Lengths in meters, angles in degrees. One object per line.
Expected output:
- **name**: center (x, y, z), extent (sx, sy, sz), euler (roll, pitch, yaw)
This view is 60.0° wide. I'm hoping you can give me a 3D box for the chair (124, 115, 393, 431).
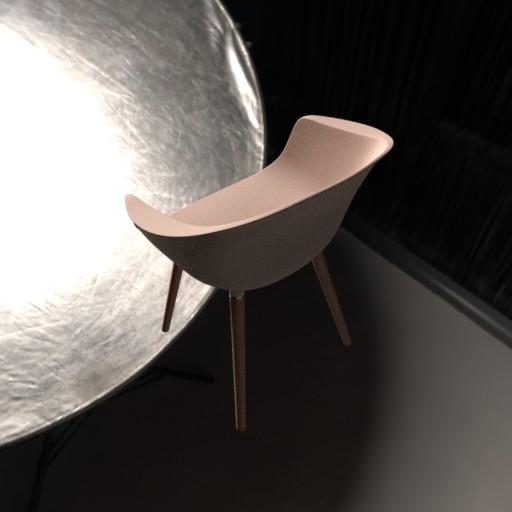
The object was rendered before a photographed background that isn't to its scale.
- **chair**: center (0.000, 0.000, 1.165), extent (0.593, 0.781, 0.504), euler (-31, 53, -26)
